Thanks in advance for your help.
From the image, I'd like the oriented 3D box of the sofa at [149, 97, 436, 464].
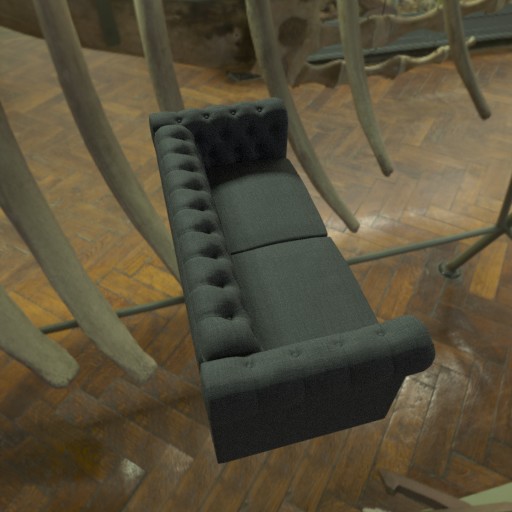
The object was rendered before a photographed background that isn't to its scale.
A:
[{"bbox_3d":[0.000,0.000,2.214,0.783,0.797,1.798,-11,48,-10],"label":"sofa"}]
